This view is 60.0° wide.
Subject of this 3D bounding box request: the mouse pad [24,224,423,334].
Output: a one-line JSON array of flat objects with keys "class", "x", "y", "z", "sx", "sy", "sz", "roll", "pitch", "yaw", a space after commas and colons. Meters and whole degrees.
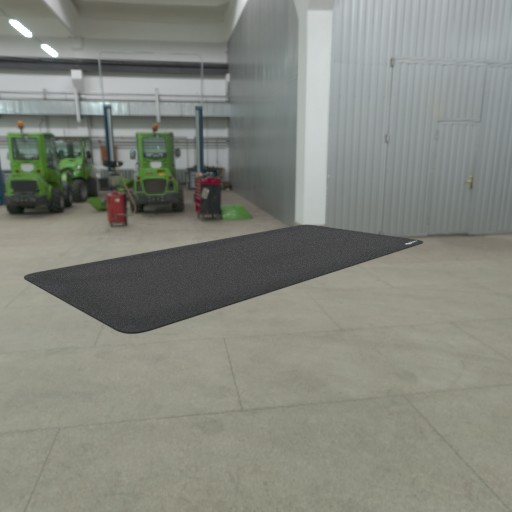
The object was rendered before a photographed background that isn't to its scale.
[{"class": "mouse pad", "x": 0.000, "y": 0.000, "z": 1.046, "sx": 0.424, "sy": 0.003, "sz": 0.907, "roll": 13, "pitch": 18, "yaw": 43}]
